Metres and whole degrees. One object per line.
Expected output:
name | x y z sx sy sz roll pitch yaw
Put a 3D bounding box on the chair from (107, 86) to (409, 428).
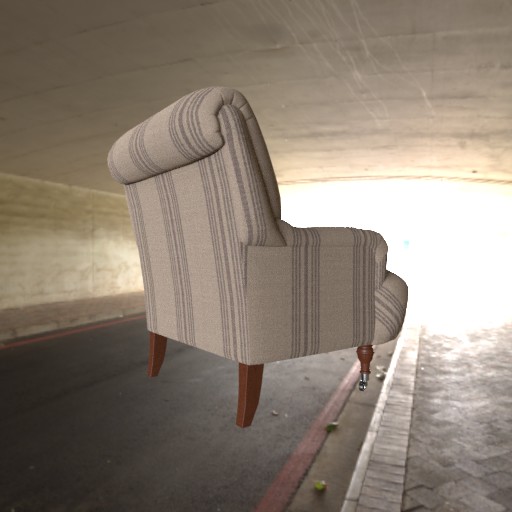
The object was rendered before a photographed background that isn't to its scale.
chair | 0.000 0.000 1.636 0.914 0.940 0.813 0 0 -36
